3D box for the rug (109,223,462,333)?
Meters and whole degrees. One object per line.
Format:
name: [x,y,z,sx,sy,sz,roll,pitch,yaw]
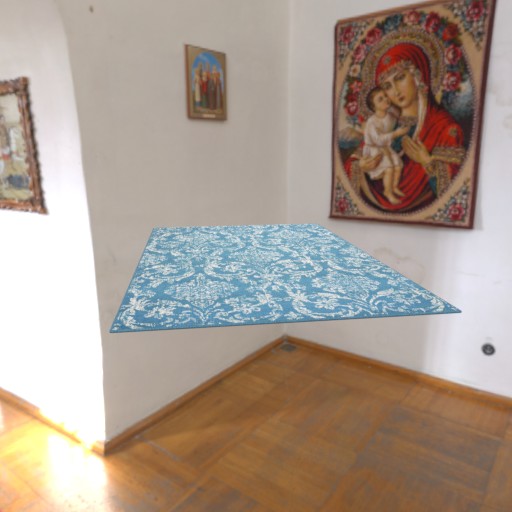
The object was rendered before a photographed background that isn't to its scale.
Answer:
rug: [0.000,0.000,3.551,1.816,0.018,2.746,-2,14,-8]
